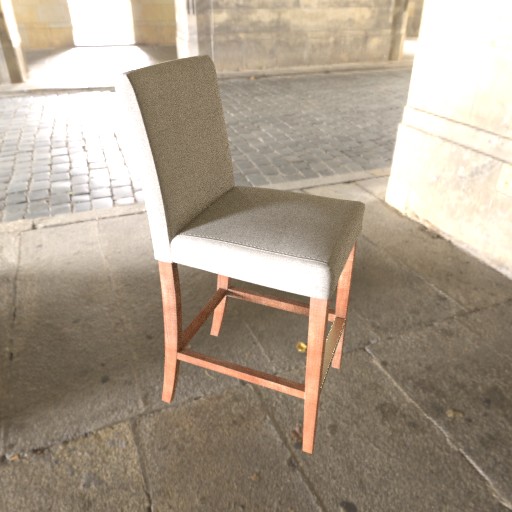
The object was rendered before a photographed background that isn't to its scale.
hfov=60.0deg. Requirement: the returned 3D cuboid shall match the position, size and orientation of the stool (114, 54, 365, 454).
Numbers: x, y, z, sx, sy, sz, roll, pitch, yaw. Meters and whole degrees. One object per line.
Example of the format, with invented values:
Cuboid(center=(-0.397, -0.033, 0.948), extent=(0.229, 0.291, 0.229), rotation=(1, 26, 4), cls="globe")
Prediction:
Cuboid(center=(0.000, 0.000, 1.368), extent=(0.570, 1.088, 0.439), rotation=(11, 32, 19), cls="stool")
